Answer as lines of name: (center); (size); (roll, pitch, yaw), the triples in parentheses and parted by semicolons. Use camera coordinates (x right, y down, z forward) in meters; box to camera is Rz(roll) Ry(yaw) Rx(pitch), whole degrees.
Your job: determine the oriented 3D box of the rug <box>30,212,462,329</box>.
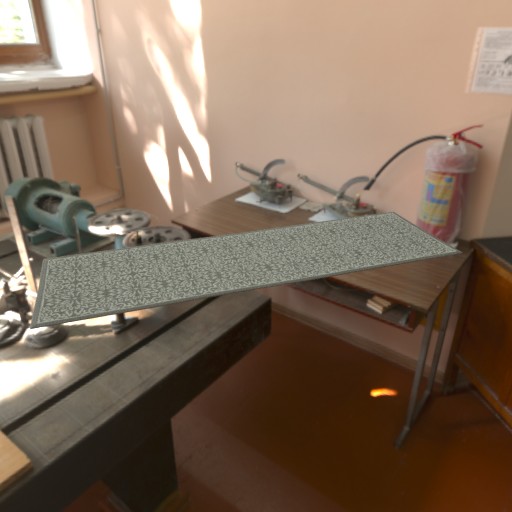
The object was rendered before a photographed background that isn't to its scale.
rug: (0.000, 0.000, 2.422); (2.196, 0.011, 0.662); (-9, 28, -17)
